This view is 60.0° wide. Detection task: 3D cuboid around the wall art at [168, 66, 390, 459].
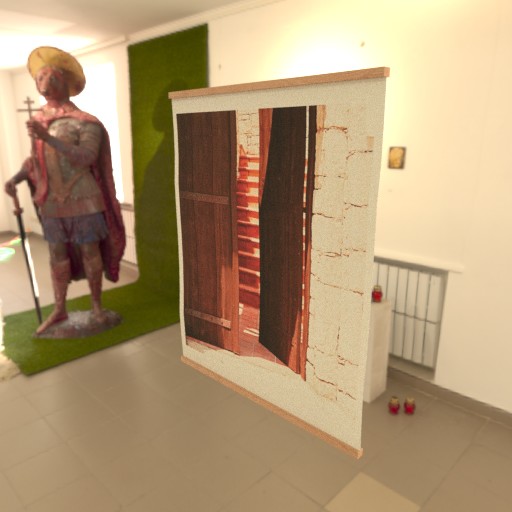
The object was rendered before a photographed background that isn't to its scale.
[{"bbox_3d":[0.000,0.000,0.693,0.406,0.508,0.013,14,20,42],"label":"wall art"}]
